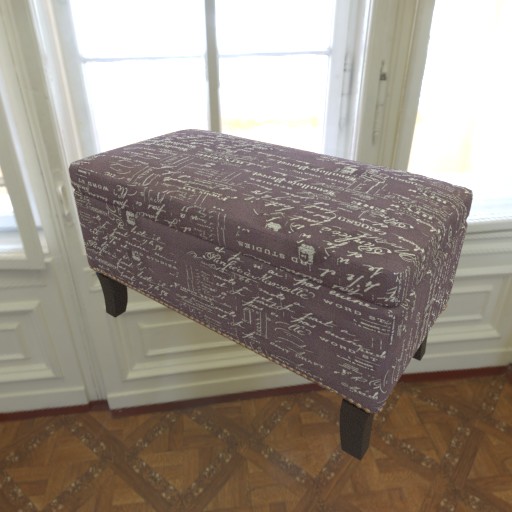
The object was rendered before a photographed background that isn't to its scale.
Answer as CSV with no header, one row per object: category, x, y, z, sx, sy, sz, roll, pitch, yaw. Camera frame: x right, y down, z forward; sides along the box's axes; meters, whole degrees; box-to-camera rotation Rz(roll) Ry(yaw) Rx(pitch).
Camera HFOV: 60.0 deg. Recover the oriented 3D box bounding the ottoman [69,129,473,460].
ottoman,0.000,0.000,1.048,0.813,0.457,0.406,21,36,31
